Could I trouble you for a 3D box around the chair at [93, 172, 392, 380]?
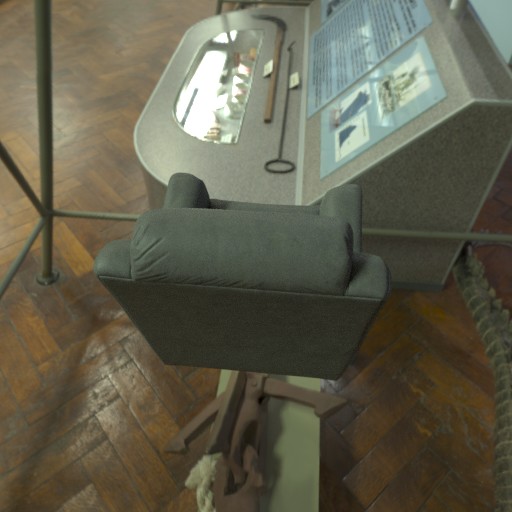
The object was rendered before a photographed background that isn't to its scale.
[{"bbox_3d":[0.000,0.000,1.948,0.965,1.116,1.068,4,47,4],"label":"chair"}]
